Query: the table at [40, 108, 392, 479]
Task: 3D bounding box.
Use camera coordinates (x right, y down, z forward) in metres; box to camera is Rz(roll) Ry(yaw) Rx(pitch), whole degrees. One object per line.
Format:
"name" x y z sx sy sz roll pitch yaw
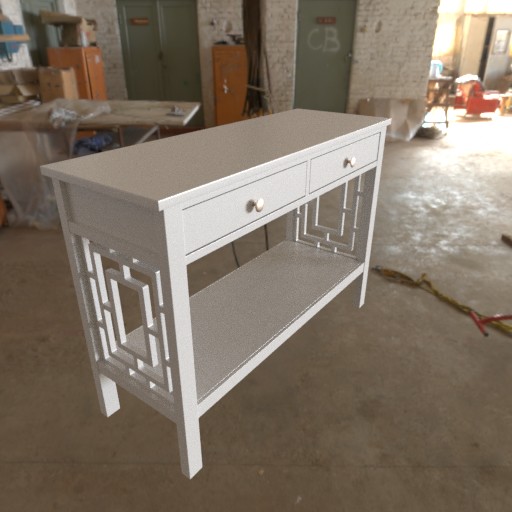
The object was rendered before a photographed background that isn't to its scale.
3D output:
"table" 0.000 0.000 1.425 0.397 0.753 1.068 19 32 33
